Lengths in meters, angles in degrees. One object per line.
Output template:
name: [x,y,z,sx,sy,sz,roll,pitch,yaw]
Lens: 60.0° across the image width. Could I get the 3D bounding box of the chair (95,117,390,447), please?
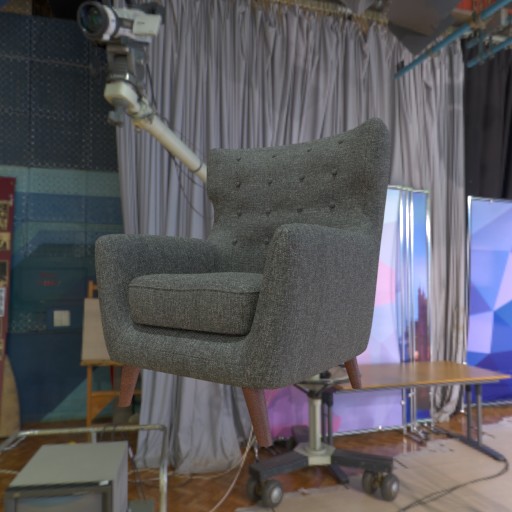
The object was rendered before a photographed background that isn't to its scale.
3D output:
chair: [0.000,0.000,1.732,0.878,1.063,0.904,-1,-1,34]
